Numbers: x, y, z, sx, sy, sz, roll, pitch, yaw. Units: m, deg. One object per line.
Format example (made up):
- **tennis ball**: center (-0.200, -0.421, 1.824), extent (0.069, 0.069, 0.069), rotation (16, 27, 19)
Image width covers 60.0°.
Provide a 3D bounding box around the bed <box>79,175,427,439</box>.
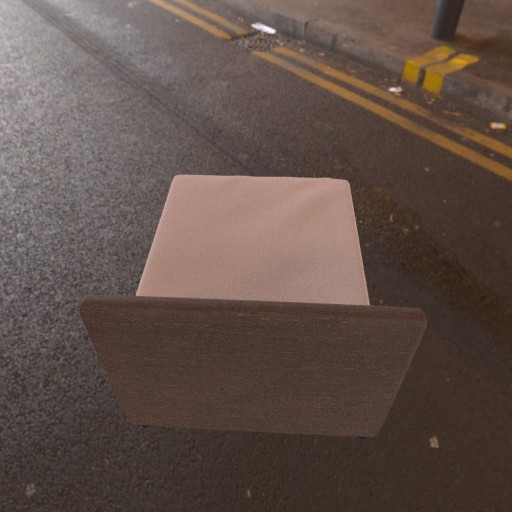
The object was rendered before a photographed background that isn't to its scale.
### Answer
- **bed**: center (0.000, 0.000, 3.261), extent (1.723, 1.330, 2.142), rotation (2, 45, 2)
